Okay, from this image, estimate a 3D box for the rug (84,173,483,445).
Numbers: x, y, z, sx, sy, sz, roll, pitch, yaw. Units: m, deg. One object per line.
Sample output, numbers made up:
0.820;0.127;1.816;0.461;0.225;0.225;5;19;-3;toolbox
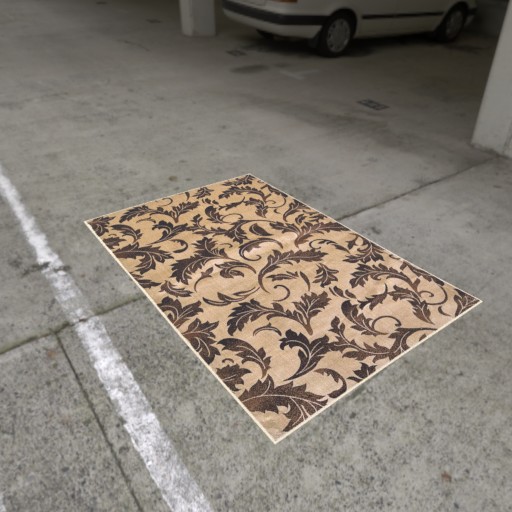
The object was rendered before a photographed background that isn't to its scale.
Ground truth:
0.000;0.000;2.905;1.522;0.008;2.284;-22;39;-30;rug
